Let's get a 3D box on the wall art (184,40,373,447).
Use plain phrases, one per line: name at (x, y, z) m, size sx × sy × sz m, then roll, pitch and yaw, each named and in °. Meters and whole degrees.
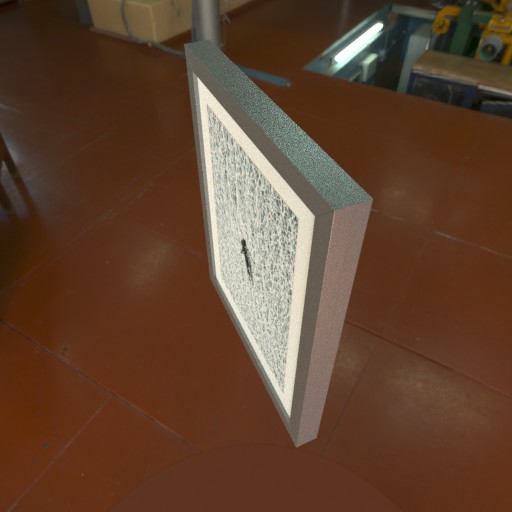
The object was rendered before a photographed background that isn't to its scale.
wall art at (0.000, 0.000, 0.518) m, size 0.030 × 0.379 × 0.308 m, roll -18°, pitch 48°, yaw -17°
